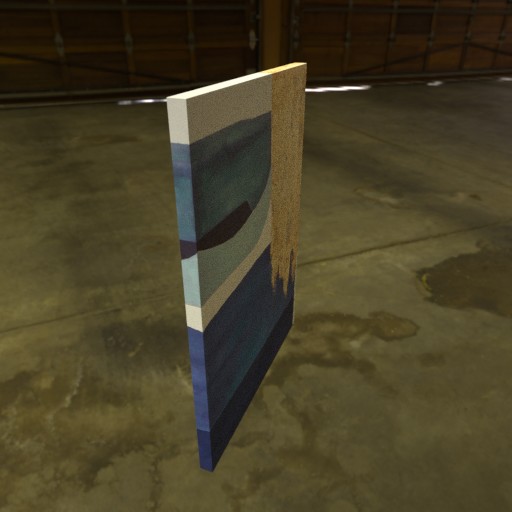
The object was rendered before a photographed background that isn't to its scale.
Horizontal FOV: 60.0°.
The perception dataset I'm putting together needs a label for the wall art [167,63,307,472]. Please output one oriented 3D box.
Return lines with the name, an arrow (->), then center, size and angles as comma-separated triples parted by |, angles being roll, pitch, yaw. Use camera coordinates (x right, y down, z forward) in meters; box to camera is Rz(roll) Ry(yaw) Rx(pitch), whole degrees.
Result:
wall art -> 0.000, 0.000, 0.809 | 0.026, 0.613, 0.458 | 11, 30, 19
